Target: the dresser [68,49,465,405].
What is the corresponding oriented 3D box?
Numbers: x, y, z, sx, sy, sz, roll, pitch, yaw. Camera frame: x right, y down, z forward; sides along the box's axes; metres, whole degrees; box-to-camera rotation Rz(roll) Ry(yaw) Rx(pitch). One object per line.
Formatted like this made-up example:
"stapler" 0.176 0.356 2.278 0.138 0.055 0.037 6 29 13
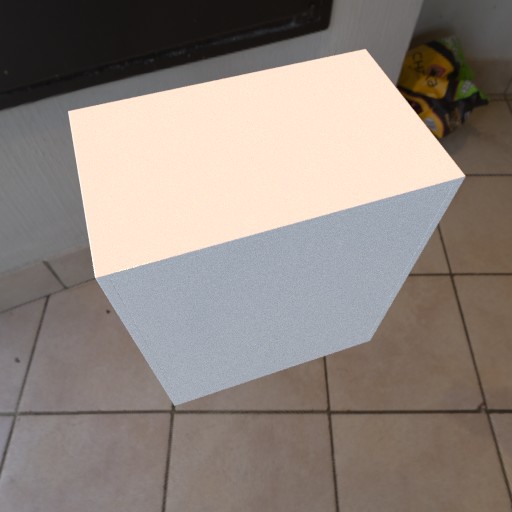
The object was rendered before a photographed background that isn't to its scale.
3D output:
"dresser" 0.000 0.000 1.168 0.650 0.800 0.400 -16 59 -10
